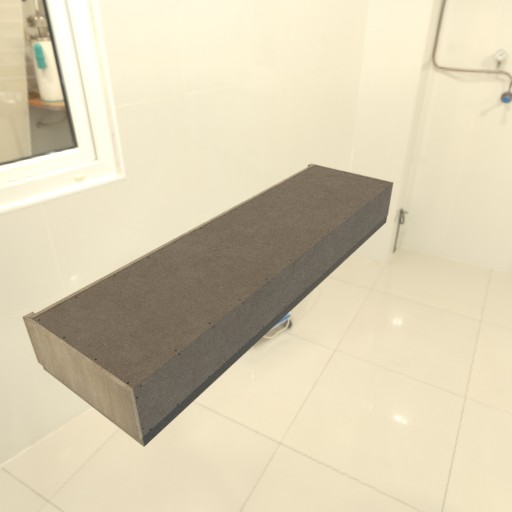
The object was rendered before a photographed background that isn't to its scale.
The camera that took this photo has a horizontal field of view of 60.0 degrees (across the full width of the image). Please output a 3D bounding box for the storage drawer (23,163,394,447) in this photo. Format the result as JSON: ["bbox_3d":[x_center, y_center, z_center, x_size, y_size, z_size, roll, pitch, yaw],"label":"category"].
[{"bbox_3d":[0.000,0.000,2.251,0.591,0.274,2.072,21,37,31],"label":"storage drawer"}]
